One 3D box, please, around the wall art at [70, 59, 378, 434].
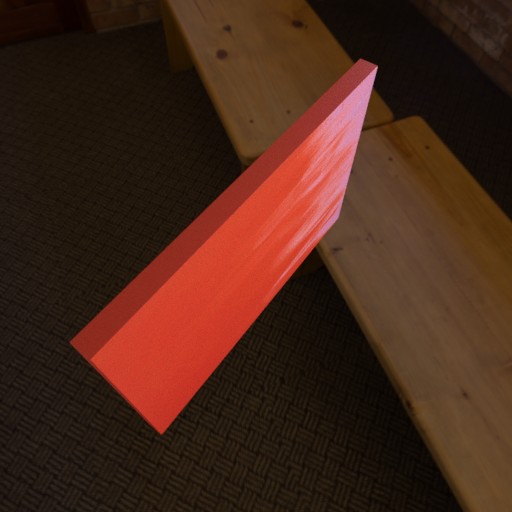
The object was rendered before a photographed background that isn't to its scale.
[{"bbox_3d":[0.000,0.000,0.758,0.033,0.405,0.607,33,63,19],"label":"wall art"}]
